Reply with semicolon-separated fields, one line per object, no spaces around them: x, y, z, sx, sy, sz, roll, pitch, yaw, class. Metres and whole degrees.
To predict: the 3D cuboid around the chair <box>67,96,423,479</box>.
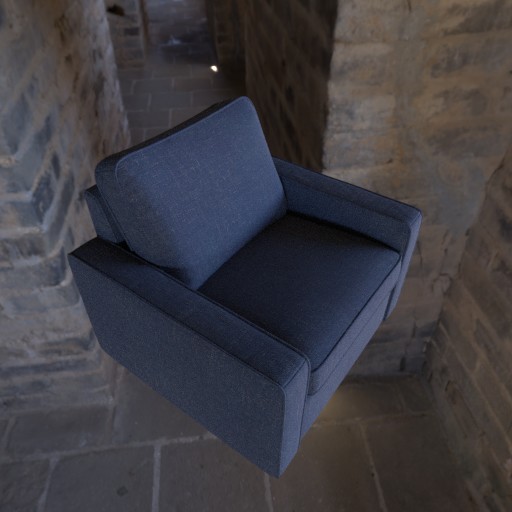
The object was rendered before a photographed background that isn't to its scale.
0.000;0.000;1.702;0.940;0.919;1.017;26;48;26;chair
